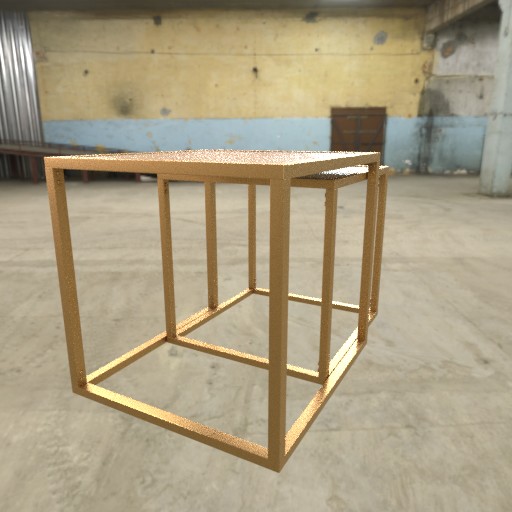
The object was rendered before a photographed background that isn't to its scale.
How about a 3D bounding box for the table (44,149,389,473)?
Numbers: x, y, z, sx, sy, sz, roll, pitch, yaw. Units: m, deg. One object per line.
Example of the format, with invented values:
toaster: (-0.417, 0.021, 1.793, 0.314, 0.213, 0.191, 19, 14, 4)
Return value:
table: (0.000, 0.000, 1.110, 0.505, 0.505, 0.762, 8, 17, 27)
